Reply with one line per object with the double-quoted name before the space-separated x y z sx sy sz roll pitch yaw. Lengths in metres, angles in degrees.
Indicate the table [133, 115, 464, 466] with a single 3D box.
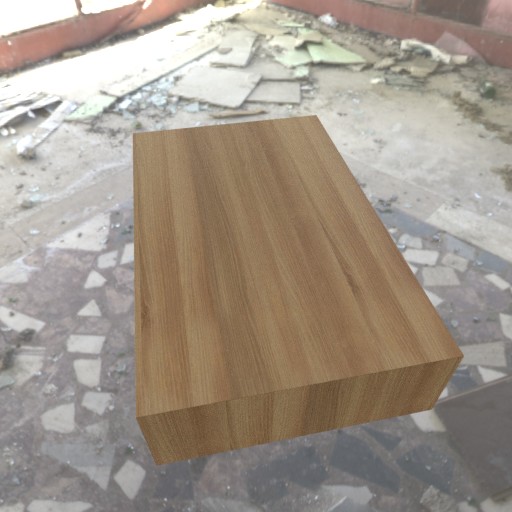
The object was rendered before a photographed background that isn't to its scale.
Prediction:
"table" 0.000 0.000 1.410 0.700 0.330 1.100 -8 46 -8
